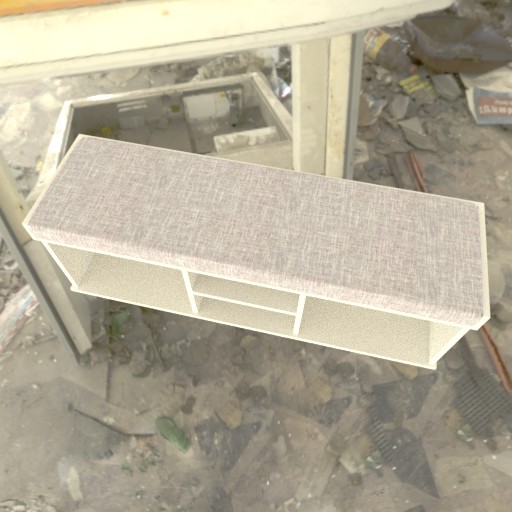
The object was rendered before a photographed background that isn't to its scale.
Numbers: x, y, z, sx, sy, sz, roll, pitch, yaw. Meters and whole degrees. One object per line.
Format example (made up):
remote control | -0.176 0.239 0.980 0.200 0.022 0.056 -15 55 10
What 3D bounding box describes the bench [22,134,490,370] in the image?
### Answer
bench | 0.000 0.000 1.364 1.196 0.453 0.363 11 58 7
